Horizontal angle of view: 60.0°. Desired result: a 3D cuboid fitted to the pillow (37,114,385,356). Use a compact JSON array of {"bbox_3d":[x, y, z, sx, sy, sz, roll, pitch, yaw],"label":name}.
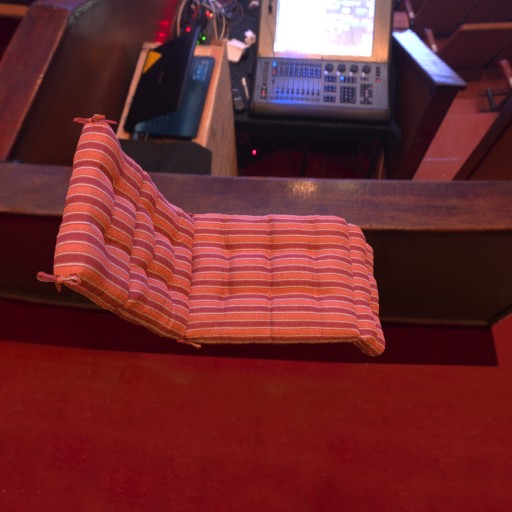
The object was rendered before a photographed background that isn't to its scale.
[{"bbox_3d":[0.000,0.000,1.491,1.016,0.863,0.526,0,65,0],"label":"pillow"}]
